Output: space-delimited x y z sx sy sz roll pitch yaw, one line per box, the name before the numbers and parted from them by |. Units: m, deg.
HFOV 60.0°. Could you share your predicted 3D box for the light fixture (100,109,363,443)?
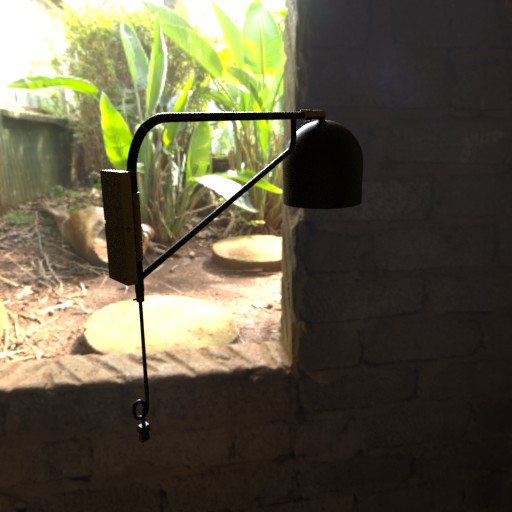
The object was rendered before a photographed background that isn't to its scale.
light fixture | 0.000 0.000 1.077 0.720 0.696 0.215 -14 20 -43
